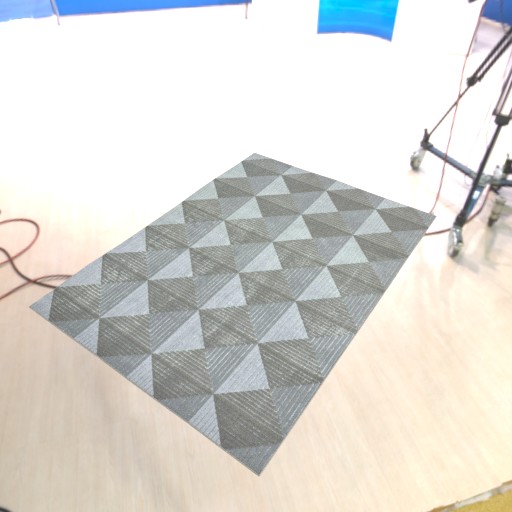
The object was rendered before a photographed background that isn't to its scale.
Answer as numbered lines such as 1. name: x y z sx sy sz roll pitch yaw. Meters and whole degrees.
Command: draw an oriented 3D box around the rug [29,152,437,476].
1. rug: 0.000 0.000 4.296 2.428 0.027 3.333 25 48 26
